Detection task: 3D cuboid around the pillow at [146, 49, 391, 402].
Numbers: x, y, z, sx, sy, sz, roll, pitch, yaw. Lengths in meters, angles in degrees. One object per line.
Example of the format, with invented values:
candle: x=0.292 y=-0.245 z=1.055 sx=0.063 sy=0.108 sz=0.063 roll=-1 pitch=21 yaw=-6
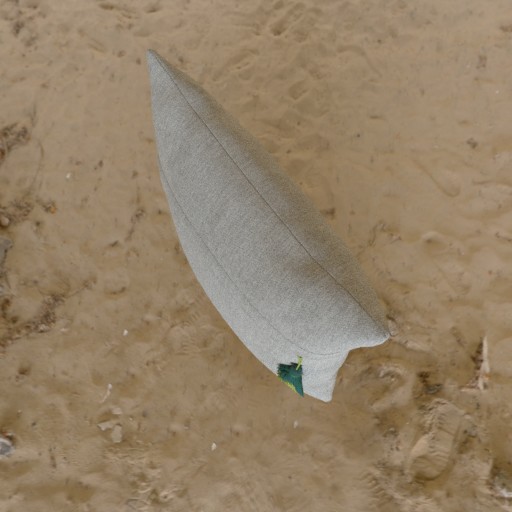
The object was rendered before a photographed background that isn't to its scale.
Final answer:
pillow: x=0.000 y=0.000 z=0.654 sx=0.173 sy=0.436 sz=0.433 roll=-32 pitch=68 yaw=-14
